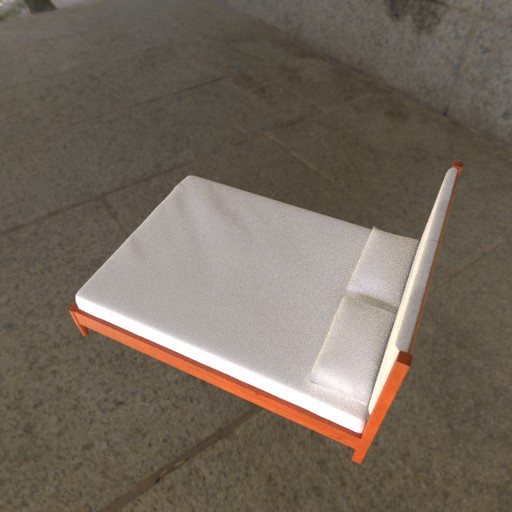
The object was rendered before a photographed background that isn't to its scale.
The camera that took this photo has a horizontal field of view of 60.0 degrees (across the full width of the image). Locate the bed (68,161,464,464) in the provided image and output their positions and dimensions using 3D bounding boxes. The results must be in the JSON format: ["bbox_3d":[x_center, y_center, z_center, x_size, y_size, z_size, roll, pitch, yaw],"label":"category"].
[{"bbox_3d":[0.000,0.000,3.003,2.117,1.165,1.566,19,50,17],"label":"bed"}]
